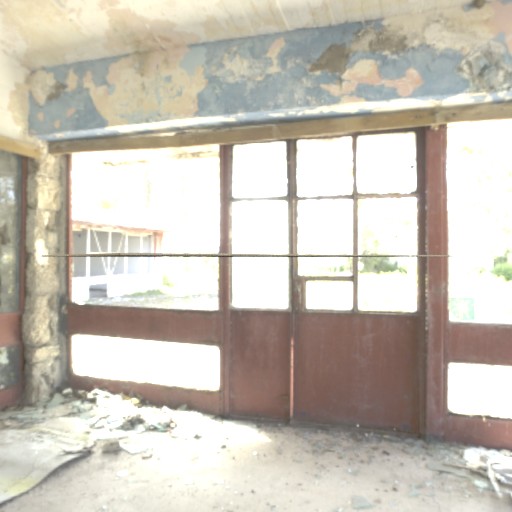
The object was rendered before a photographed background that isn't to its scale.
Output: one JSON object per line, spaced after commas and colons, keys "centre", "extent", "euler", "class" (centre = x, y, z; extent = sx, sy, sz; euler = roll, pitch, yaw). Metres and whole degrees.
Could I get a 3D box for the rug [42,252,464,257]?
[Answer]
{"centre": [0.000, 0.000, 2.299], "extent": [1.828, 0.007, 1.220], "euler": [0, 0, -35], "class": "rug"}
